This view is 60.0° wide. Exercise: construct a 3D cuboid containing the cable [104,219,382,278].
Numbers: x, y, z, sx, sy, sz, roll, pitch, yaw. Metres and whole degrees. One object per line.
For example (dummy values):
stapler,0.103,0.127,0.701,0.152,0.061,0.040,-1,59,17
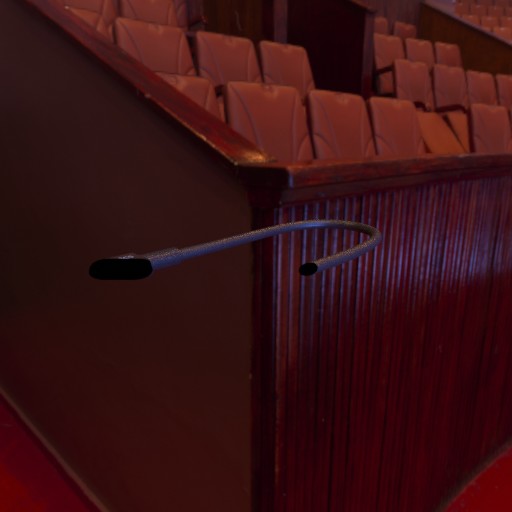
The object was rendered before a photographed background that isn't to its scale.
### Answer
cable,0.000,0.000,0.110,0.041,0.005,0.098,14,21,41
